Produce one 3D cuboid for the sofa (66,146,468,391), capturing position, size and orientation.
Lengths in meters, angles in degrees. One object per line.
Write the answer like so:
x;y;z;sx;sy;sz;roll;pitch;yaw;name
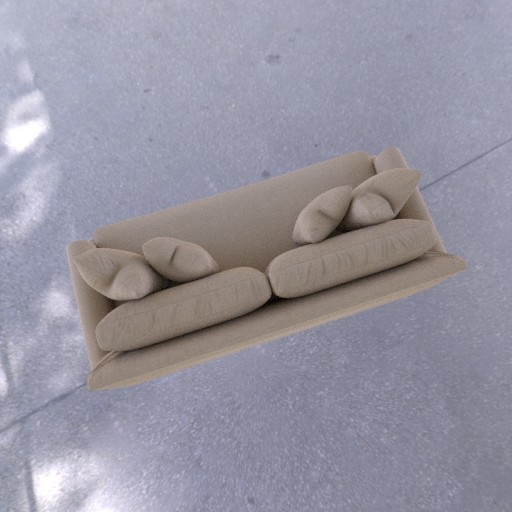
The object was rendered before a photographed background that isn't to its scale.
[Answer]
0.000;0.000;2.855;2.285;0.904;1.067;-17;77;-4;sofa
